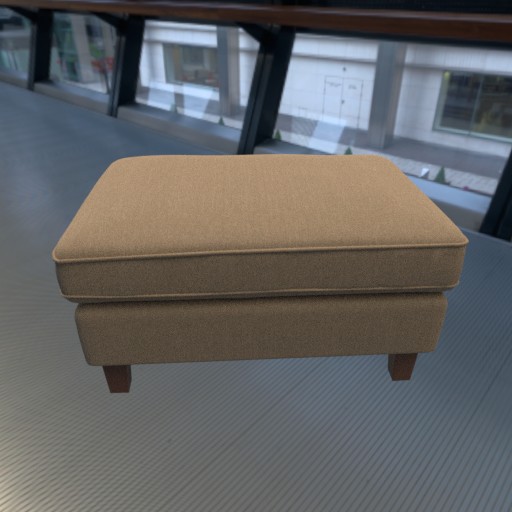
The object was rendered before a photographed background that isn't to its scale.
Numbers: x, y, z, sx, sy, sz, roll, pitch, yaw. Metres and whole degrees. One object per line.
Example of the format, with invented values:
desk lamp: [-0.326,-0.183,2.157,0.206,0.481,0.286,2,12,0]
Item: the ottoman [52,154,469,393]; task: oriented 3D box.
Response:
ottoman: [0.000,0.000,1.314,0.945,0.521,0.636,-2,30,-3]
